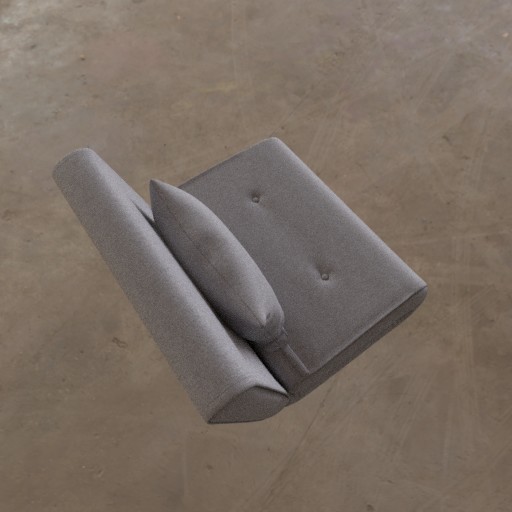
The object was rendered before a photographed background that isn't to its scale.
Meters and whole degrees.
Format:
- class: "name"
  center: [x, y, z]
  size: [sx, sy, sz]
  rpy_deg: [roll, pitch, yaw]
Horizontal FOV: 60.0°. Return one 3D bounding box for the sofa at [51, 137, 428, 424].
- class: "sofa"
  center: [0.000, 0.000, 1.745]
  size: [1.000, 0.825, 1.020]
  rpy_deg: [-32, 64, -17]
